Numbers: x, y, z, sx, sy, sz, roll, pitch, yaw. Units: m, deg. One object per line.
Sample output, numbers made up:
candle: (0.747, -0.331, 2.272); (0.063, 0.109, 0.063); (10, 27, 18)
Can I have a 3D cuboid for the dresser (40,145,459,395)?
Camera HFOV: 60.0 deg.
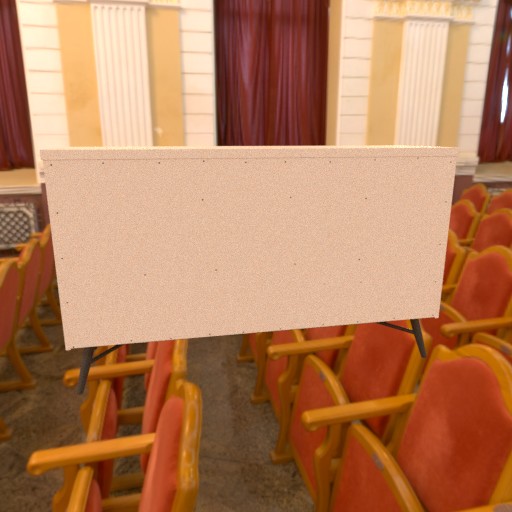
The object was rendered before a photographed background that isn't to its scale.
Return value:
dresser: (0.000, 0.000, 1.916); (1.524, 0.914, 0.457); (-3, 15, -11)
